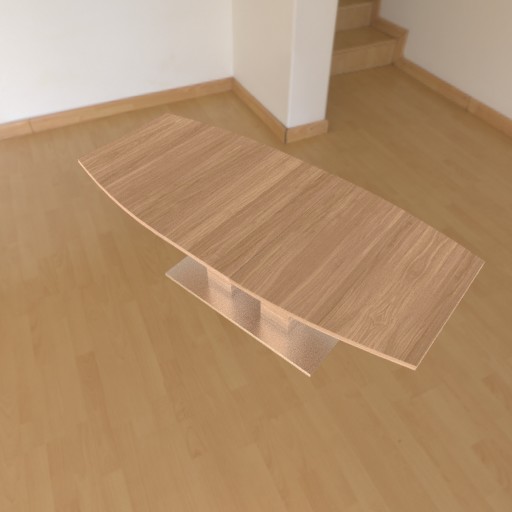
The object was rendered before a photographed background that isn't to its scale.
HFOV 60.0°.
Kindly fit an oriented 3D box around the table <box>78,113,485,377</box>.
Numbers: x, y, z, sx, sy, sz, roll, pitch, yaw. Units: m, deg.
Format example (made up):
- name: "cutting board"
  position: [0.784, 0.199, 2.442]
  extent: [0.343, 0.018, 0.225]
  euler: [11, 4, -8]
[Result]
- name: "table"
  position: [0.000, 0.000, 2.466]
  extent: [2.032, 0.750, 0.900]
  euler: [31, 53, 26]
